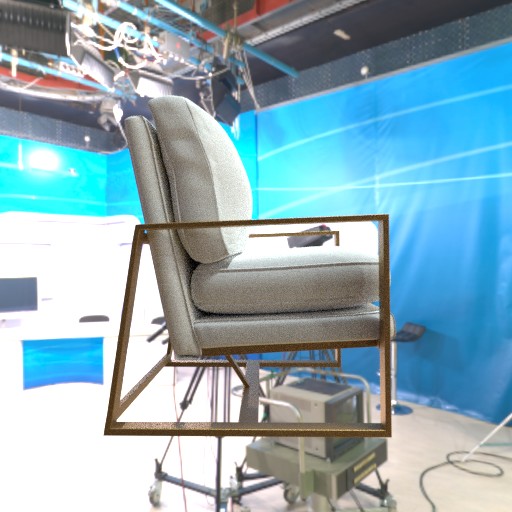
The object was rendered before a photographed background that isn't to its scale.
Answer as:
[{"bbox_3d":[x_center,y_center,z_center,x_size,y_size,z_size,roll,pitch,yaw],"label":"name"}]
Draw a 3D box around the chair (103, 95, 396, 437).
[{"bbox_3d":[0.000,0.000,1.584,0.813,0.966,0.805,0,0,1],"label":"chair"}]
